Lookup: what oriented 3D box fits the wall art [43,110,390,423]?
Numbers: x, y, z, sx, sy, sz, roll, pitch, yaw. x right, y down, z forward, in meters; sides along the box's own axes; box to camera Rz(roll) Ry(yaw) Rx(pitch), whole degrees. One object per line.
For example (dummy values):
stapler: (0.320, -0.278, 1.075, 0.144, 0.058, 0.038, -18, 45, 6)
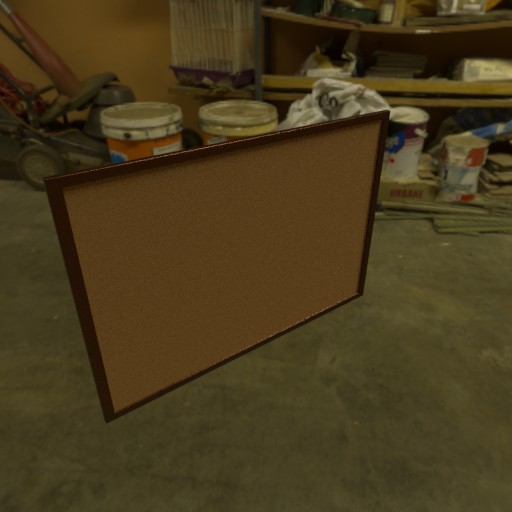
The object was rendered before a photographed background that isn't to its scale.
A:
wall art: (0.000, 0.000, 1.036, 0.816, 0.559, 0.014, -20, 36, -31)
